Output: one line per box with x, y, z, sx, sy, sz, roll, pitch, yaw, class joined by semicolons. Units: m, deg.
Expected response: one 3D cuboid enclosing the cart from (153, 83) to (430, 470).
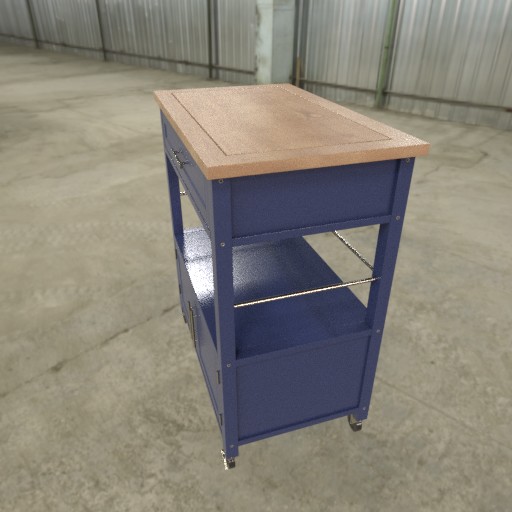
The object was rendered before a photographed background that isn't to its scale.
0.000;0.000;1.396;0.459;0.901;0.840;-9;31;-16;cart
